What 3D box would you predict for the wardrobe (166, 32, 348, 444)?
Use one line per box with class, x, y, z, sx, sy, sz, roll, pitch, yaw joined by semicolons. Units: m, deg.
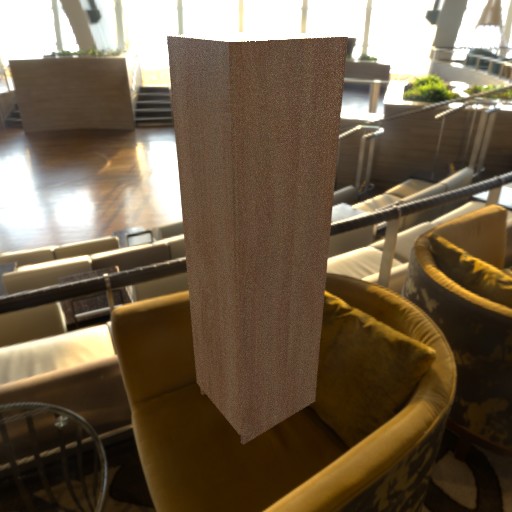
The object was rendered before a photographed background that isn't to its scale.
wardrobe;0.000;0.000;2.378;0.588;2.117;0.496;-19;34;-31
